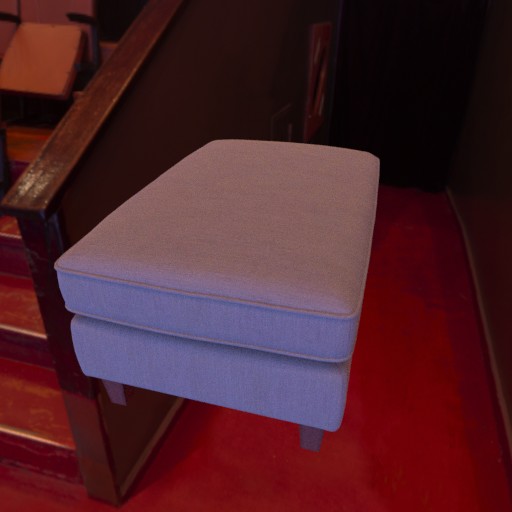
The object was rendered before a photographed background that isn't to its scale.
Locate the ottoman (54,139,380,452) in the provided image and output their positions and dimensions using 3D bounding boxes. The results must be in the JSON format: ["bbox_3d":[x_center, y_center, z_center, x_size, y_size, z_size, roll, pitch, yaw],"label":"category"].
[{"bbox_3d":[0.000,0.000,1.297,0.636,0.480,0.941,8,31,13],"label":"ottoman"}]
